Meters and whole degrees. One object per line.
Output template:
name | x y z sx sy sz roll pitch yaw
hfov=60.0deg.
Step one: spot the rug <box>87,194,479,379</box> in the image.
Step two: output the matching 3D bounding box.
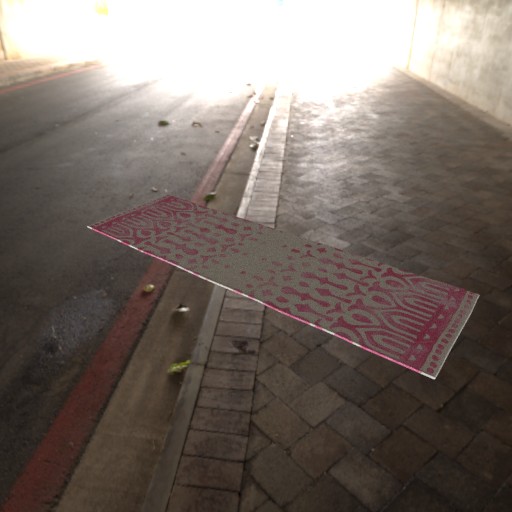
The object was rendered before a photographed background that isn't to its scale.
rug | 0.000 0.000 2.755 2.458 0.011 0.787 20 35 32
